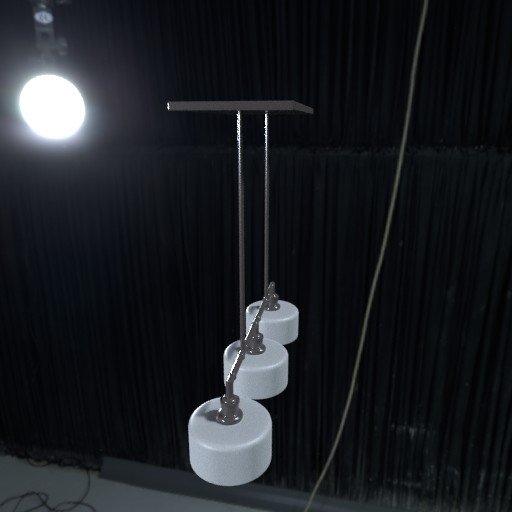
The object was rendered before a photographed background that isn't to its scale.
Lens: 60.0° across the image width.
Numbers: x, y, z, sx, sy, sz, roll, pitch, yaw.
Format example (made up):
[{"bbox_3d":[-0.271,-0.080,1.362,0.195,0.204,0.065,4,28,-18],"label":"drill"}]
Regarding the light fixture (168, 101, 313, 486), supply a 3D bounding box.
[{"bbox_3d":[0.000,0.000,0.868,0.177,0.557,0.582,3,17,10],"label":"light fixture"}]
